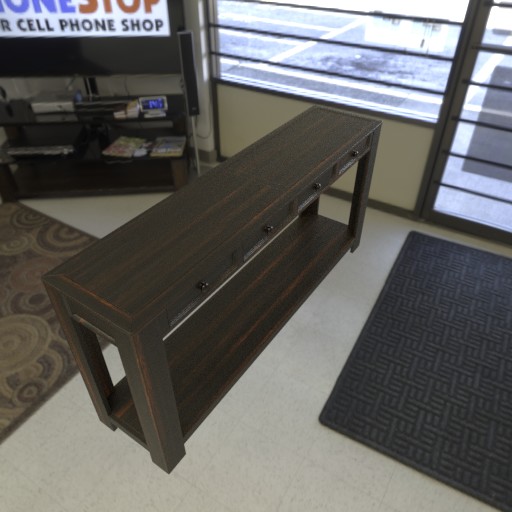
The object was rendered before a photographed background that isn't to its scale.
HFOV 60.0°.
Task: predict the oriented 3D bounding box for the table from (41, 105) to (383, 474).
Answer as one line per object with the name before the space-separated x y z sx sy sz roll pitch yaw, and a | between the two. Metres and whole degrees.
table | 0.000 0.000 1.944 0.384 0.762 1.631 24 45 26
